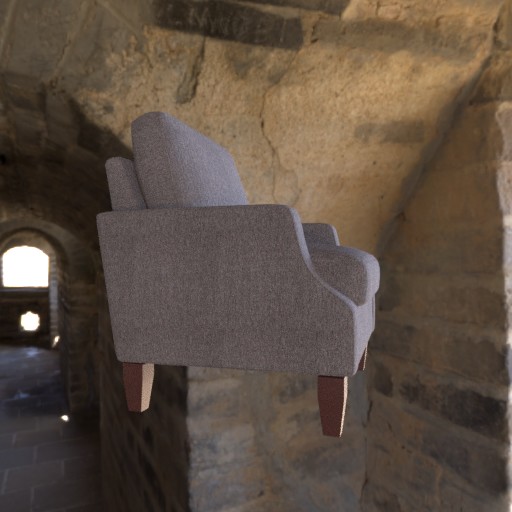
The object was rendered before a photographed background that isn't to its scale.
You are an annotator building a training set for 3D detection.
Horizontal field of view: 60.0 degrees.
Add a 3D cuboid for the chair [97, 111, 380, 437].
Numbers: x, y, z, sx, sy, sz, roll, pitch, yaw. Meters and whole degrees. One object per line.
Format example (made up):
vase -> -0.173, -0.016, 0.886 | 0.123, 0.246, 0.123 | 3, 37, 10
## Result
chair -> 0.000, 0.000, 1.701 | 0.897, 0.993, 0.855 | 0, 0, 18
